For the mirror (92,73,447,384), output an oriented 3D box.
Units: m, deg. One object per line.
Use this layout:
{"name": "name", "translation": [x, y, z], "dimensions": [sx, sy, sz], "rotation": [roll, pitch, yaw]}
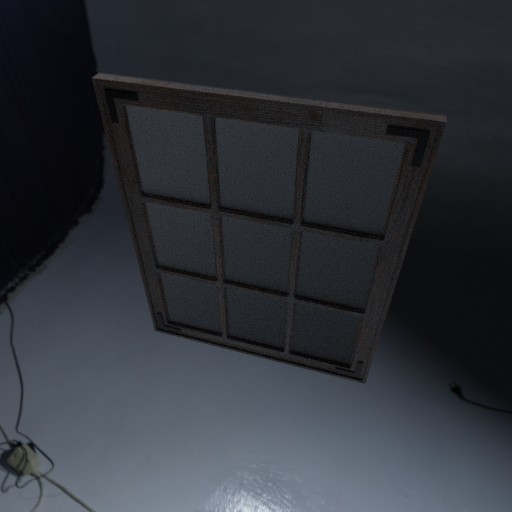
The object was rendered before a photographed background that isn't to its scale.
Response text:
{"name": "mirror", "translation": [0.000, 0.000, 1.190], "dimensions": [0.730, 0.882, 0.032], "rotation": [11, 44, 12]}
